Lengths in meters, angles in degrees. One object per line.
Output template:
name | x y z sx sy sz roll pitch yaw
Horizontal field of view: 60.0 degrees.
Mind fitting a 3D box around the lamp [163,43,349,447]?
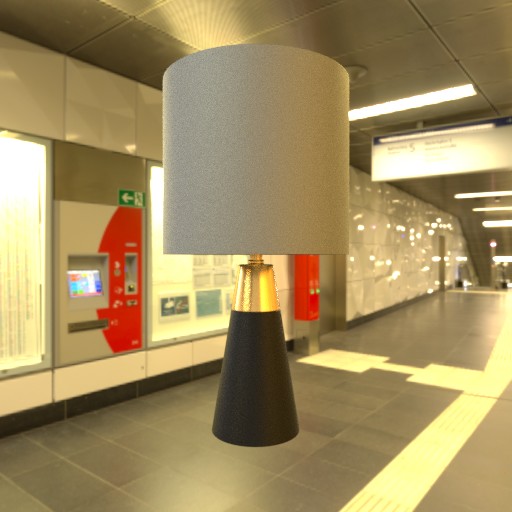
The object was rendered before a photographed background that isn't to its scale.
lamp | 0.000 0.000 0.747 0.308 0.580 0.308 0 0 19
